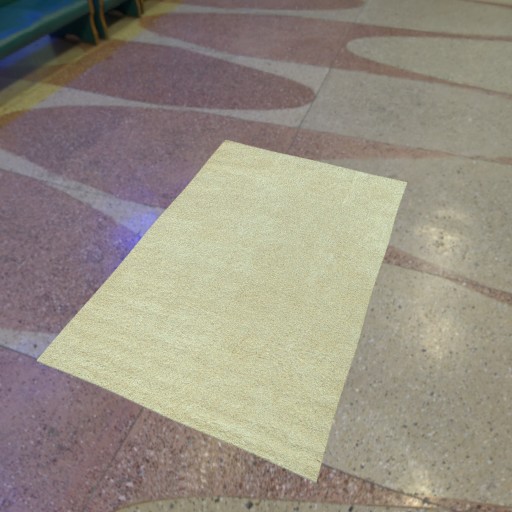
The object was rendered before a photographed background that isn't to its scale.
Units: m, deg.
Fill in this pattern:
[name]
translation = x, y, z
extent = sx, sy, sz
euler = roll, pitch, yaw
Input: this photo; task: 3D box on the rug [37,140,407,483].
[rug]
translation = 0.000, 0.000, 3.352
extent = 1.800, 0.025, 2.699
euler = 17, 49, 15
